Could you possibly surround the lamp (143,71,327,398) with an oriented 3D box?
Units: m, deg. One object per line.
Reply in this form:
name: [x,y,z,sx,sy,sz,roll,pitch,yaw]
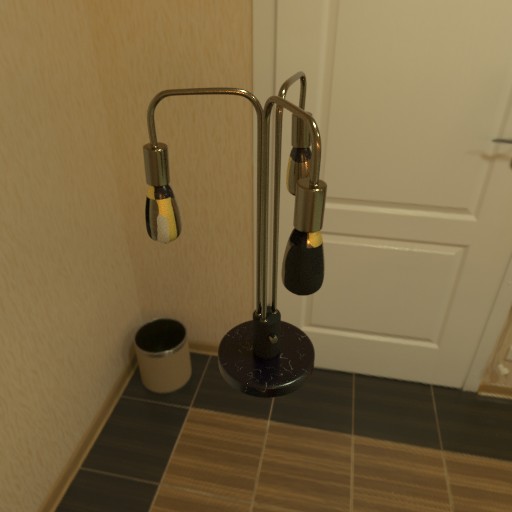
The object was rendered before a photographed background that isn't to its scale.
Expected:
lamp: [0.000,0.000,0.785,0.355,0.560,0.368,-10,34,-15]
